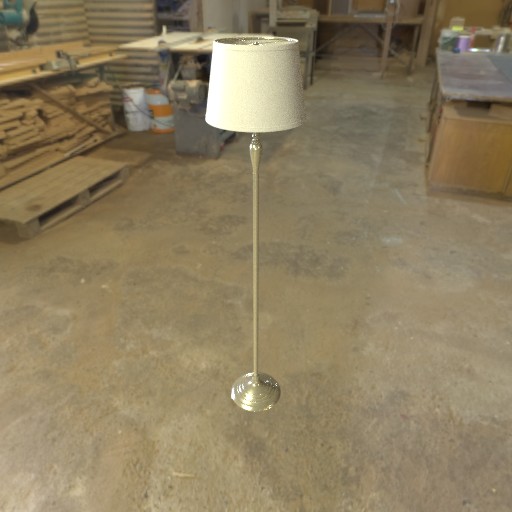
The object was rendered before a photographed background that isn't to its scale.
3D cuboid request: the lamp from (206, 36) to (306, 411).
[{"bbox_3d":[0.000,0.000,1.715,0.327,1.506,0.327,9,33,15],"label":"lamp"}]
